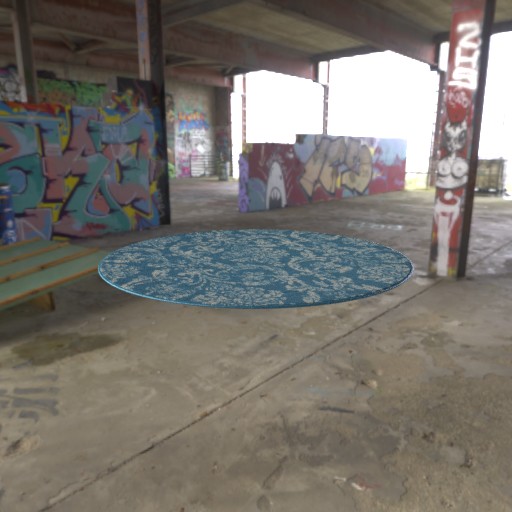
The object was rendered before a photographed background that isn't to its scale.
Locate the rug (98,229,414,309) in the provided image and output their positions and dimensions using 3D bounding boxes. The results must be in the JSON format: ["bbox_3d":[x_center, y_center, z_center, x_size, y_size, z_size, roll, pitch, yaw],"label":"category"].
[{"bbox_3d":[0.000,0.000,2.366,1.593,0.012,1.593,0,14,0],"label":"rug"}]
